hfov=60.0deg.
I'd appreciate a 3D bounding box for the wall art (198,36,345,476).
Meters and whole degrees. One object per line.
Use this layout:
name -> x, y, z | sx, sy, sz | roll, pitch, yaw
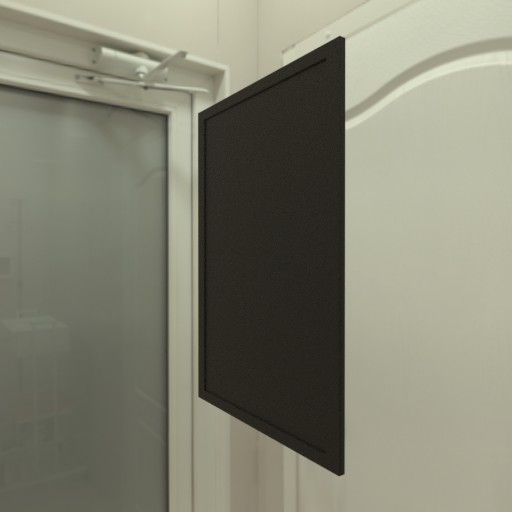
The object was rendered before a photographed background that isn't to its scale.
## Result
wall art -> 0.000, 0.000, 0.852 | 0.012, 0.661, 0.451 | 0, 1, -35
